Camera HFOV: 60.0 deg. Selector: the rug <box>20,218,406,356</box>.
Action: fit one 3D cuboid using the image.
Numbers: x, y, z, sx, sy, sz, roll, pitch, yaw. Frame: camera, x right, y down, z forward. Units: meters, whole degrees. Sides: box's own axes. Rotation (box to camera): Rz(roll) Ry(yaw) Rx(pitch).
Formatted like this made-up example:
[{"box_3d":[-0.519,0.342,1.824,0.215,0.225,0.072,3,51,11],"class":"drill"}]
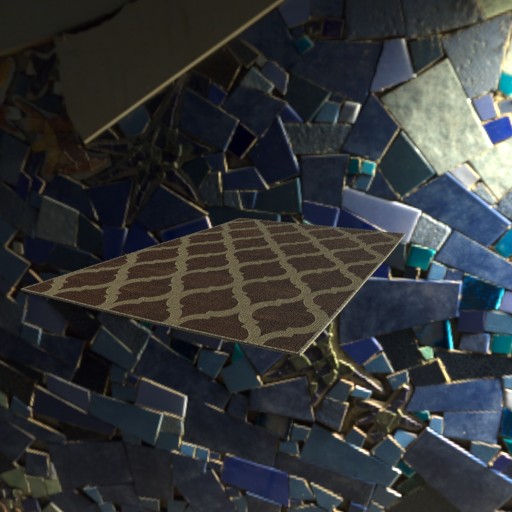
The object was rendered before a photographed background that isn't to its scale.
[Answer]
[{"box_3d":[0.000,0.000,2.868,1.522,0.008,2.284,8,17,26],"class":"rug"}]
